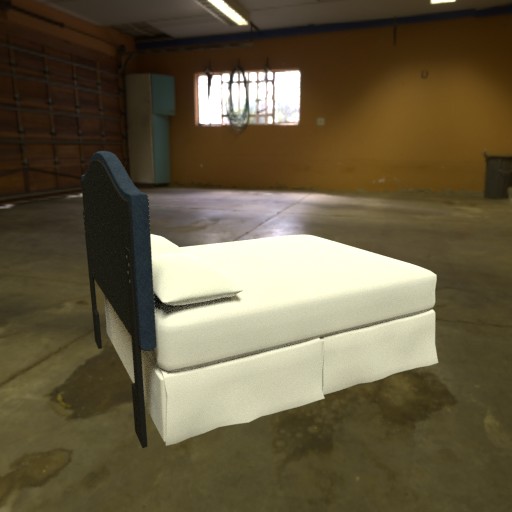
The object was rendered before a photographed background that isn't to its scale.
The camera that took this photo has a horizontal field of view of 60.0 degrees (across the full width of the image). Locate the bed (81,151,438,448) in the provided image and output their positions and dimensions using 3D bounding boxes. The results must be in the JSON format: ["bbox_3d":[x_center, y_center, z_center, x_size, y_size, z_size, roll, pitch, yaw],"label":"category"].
[{"bbox_3d":[0.000,0.000,3.274,2.153,1.518,1.713,-7,16,-28],"label":"bed"}]
